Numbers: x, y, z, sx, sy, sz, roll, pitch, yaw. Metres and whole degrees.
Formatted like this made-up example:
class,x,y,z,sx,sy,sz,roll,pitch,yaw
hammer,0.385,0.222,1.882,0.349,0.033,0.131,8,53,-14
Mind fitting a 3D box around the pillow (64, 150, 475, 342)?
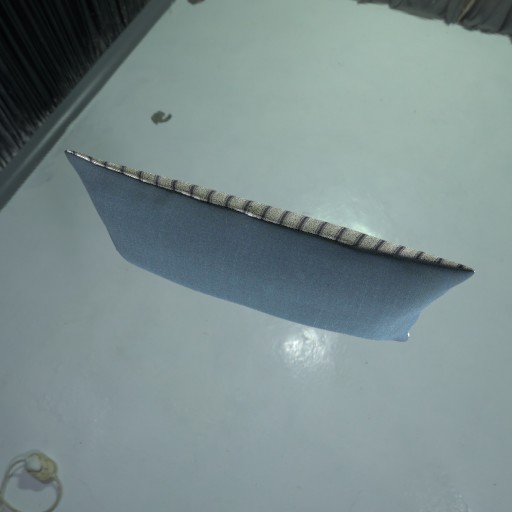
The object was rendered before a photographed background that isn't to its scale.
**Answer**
class,x,y,z,sx,sy,sz,roll,pitch,yaw
pillow,0.000,0.000,0.752,0.609,0.305,0.151,17,64,8
